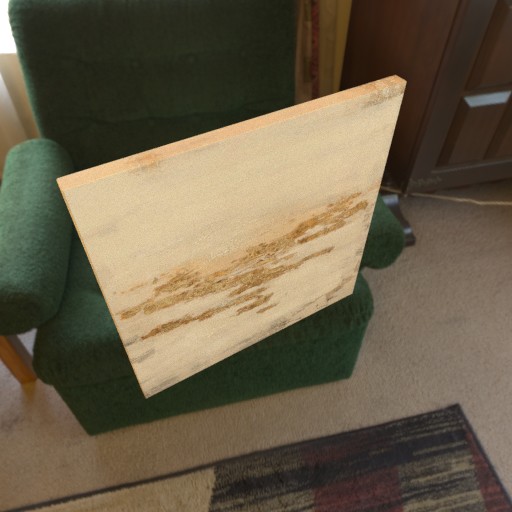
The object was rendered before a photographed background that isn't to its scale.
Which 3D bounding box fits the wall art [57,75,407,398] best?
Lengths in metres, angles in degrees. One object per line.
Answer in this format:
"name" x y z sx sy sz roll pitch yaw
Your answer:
"wall art" 0.000 0.000 1.135 0.753 0.755 0.038 -23 51 -20
